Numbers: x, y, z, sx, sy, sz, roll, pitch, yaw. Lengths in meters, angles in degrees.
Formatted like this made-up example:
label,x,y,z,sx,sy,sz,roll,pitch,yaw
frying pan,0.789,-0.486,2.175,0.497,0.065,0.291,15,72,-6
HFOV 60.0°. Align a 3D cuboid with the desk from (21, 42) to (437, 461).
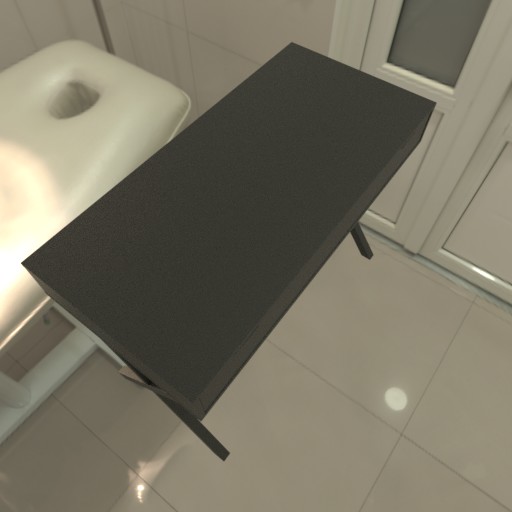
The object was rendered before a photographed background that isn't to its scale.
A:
label,x,y,z,sx,sy,sz,roll,pitch,yaw
desk,0.000,0.000,1.450,0.504,0.780,1.057,32,63,19
